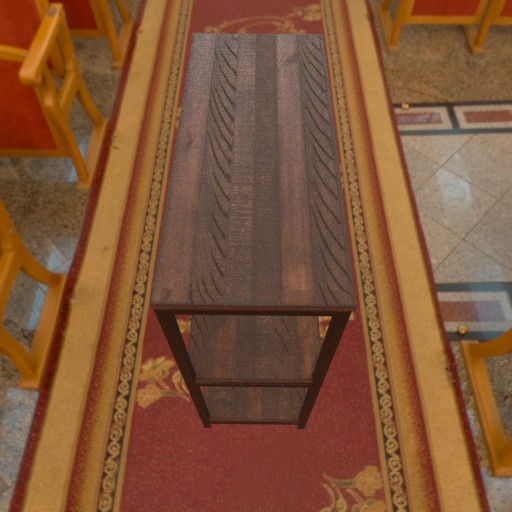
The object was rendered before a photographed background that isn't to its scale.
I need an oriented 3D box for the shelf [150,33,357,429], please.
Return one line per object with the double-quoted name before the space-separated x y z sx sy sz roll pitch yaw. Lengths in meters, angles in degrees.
"shelf" 0.000 0.000 1.373 0.352 0.947 0.822 1 57 0
